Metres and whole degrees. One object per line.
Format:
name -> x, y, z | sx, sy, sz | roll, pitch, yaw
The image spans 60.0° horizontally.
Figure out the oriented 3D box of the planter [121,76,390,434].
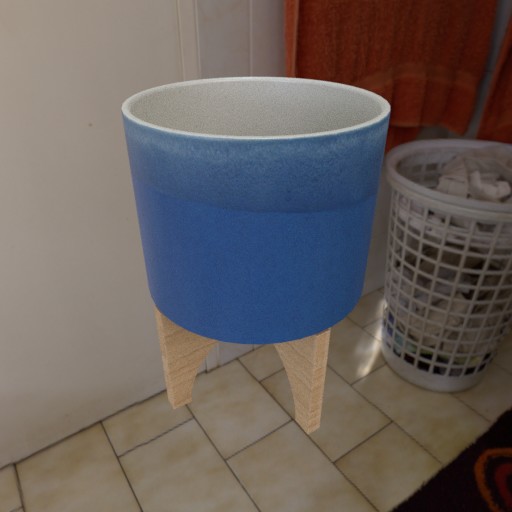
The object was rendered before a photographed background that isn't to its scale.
planter -> 0.000, 0.000, 0.539 | 0.261, 0.367, 0.261 | 0, 32, 0
